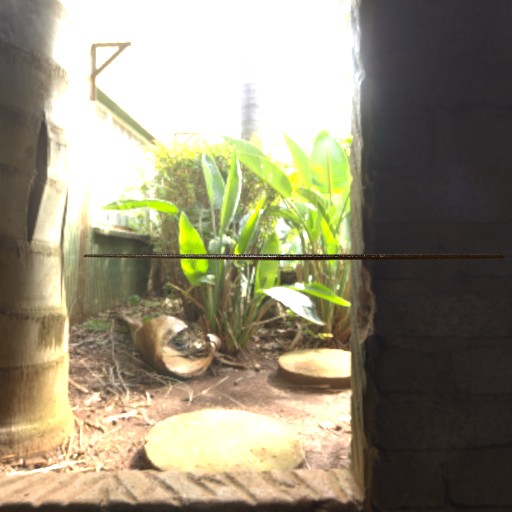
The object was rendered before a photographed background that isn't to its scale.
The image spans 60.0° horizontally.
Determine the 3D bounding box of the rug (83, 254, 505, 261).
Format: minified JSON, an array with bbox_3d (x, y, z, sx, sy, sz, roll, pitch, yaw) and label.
[{"bbox_3d":[0.000,0.000,1.036,0.557,0.008,0.863,0,0,-36],"label":"rug"}]
